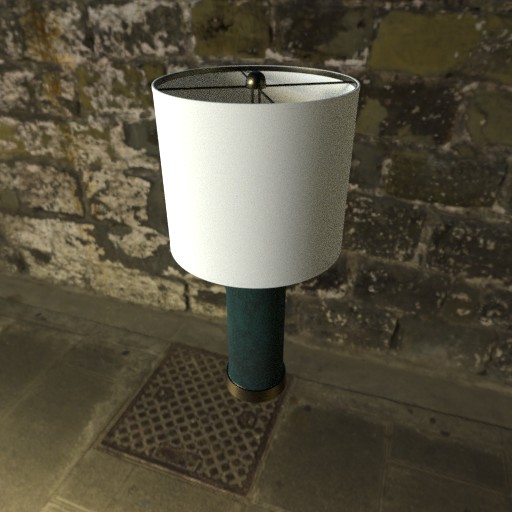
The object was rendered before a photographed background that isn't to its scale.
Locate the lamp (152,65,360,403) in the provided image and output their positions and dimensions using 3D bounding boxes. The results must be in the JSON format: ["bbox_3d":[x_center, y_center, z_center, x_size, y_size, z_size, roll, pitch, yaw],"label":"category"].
[{"bbox_3d":[0.000,0.000,0.808,0.301,0.630,0.301,19,36,28],"label":"lamp"}]
